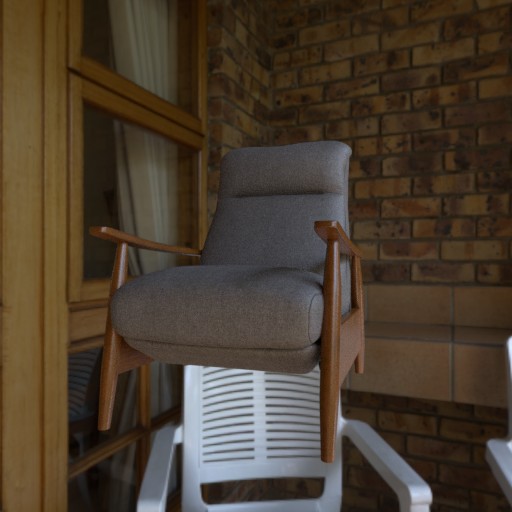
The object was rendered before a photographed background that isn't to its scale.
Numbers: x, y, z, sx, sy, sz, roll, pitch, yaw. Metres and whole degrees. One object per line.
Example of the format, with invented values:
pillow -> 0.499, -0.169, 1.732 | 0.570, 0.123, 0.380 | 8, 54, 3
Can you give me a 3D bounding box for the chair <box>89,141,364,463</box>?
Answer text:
chair -> 0.000, 0.000, 1.721 | 0.762, 1.081, 1.014 | 0, 0, 18
